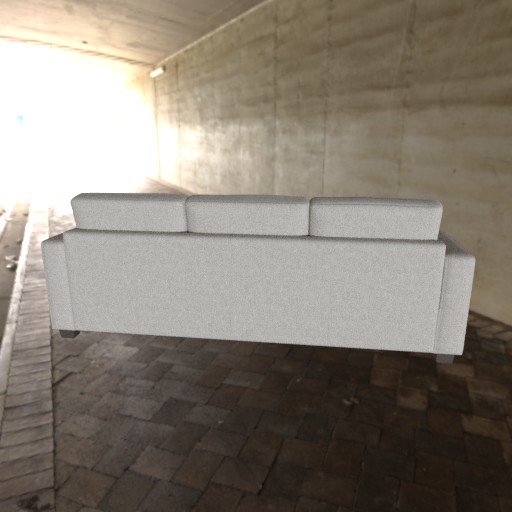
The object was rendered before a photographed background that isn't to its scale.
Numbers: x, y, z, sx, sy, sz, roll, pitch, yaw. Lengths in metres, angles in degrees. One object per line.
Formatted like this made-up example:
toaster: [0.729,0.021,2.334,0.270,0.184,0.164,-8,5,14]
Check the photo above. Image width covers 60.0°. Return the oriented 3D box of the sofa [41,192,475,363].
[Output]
sofa: [0.000,0.000,2.617,2.160,0.800,0.900,2,16,8]
